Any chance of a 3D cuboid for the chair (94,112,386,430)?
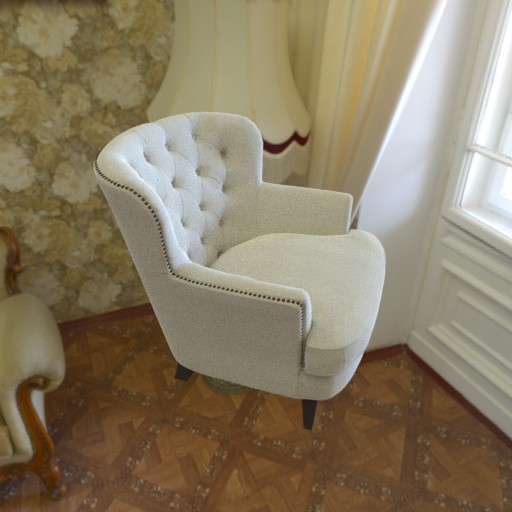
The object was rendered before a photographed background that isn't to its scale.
[{"bbox_3d":[0.000,0.000,1.605,0.906,0.868,0.848,10,32,17],"label":"chair"}]
